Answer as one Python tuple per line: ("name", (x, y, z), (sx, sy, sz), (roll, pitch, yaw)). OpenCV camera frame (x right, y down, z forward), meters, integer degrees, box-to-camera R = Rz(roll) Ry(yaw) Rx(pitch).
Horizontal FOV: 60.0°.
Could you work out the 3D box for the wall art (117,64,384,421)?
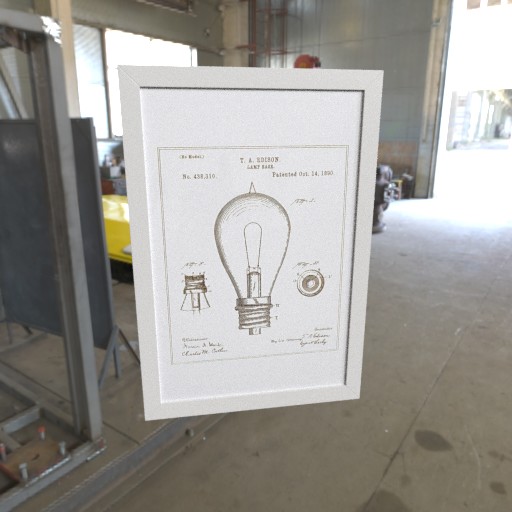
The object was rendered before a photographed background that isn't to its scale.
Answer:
("wall art", (0.000, 0.000, 0.603), (0.325, 0.474, 0.010), (-3, 16, -9))
